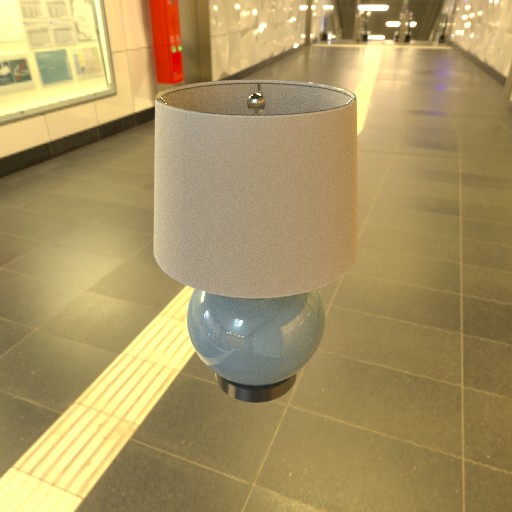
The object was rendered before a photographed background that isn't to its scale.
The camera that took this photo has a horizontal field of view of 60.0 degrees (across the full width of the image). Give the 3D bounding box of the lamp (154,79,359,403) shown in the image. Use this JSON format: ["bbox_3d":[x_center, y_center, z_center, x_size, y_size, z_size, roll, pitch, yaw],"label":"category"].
[{"bbox_3d":[0.000,0.000,0.554,0.247,0.387,0.247,0,30,0],"label":"lamp"}]
